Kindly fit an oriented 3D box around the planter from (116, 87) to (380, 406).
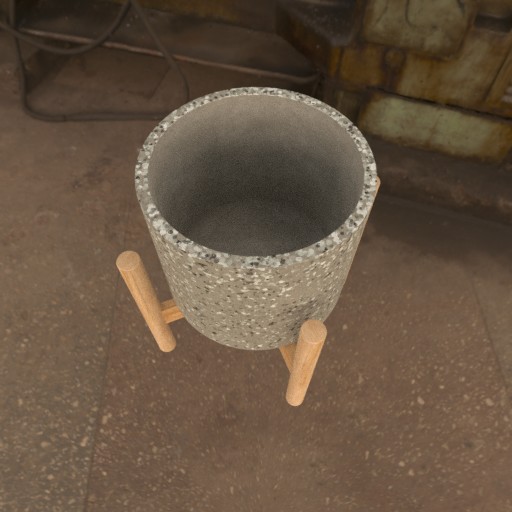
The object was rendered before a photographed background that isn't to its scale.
[{"bbox_3d":[0.000,0.000,0.546,0.284,0.320,0.284,0,58,0],"label":"planter"}]
